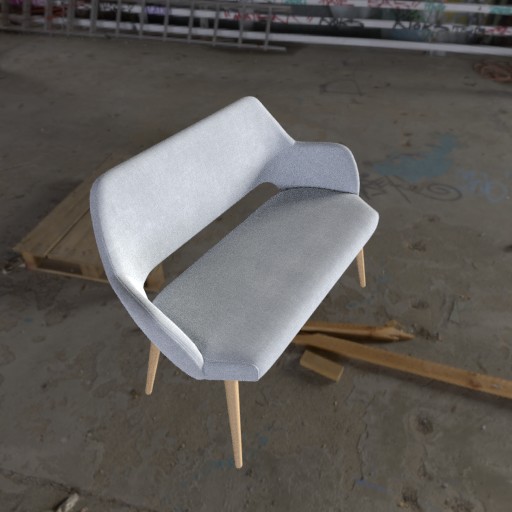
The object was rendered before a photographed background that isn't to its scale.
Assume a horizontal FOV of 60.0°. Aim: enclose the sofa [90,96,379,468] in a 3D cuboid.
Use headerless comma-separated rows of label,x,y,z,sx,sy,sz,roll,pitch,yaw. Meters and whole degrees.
sofa,0.000,0.000,1.628,0.610,0.840,1.150,23,45,25
